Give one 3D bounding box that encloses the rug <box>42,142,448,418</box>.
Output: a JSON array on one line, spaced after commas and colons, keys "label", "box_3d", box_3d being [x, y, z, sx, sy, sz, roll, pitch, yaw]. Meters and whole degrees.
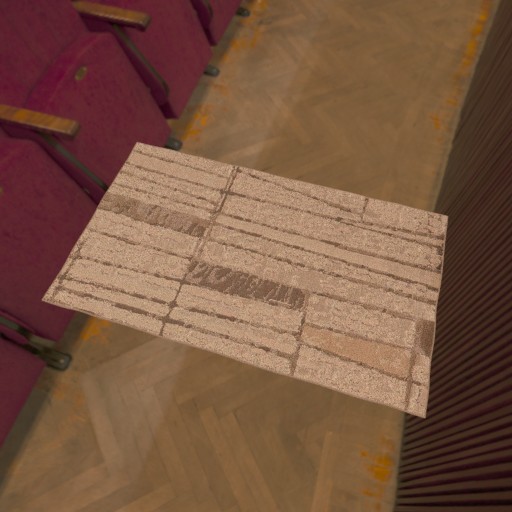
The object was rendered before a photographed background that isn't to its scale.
[{"label": "rug", "box_3d": [0.000, 0.000, 1.068, 0.867, 0.007, 0.515, 15, 61, 8]}]
